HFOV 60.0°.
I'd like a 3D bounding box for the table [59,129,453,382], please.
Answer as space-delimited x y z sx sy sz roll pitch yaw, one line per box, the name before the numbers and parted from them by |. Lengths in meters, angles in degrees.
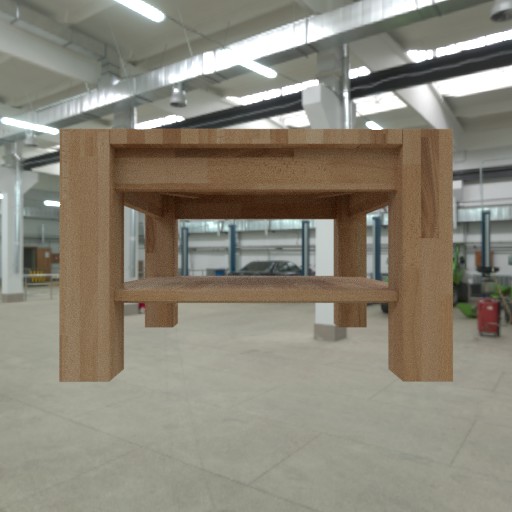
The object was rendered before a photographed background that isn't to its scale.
table | 0.000 0.000 1.138 0.700 0.451 0.700 0 0 0
